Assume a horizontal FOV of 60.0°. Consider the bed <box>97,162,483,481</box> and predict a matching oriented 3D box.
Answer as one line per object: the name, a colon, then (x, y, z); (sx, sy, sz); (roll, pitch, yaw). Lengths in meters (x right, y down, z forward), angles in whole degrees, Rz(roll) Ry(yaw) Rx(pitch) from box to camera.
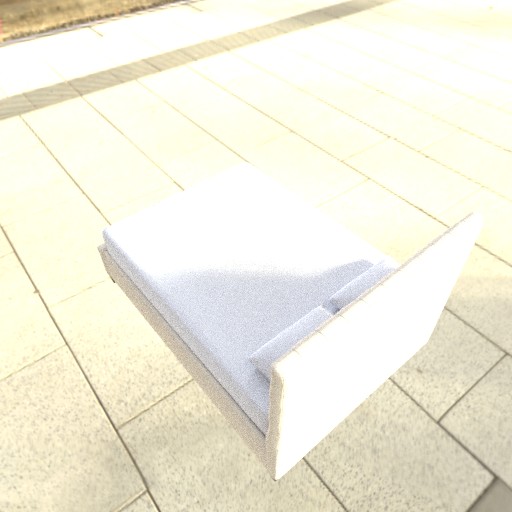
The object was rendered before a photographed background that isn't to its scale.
bed: (0.000, 0.000, 3.444); (1.698, 1.427, 2.387); (-31, 53, -27)
